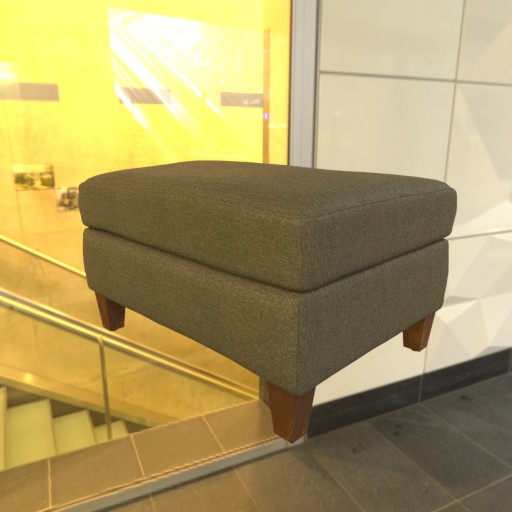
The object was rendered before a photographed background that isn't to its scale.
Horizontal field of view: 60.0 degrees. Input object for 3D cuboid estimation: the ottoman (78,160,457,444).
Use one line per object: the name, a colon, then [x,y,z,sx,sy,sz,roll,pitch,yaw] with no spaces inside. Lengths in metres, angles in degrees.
ottoman: [0.000,0.000,1.203,0.826,0.496,0.639,15,21,43]
